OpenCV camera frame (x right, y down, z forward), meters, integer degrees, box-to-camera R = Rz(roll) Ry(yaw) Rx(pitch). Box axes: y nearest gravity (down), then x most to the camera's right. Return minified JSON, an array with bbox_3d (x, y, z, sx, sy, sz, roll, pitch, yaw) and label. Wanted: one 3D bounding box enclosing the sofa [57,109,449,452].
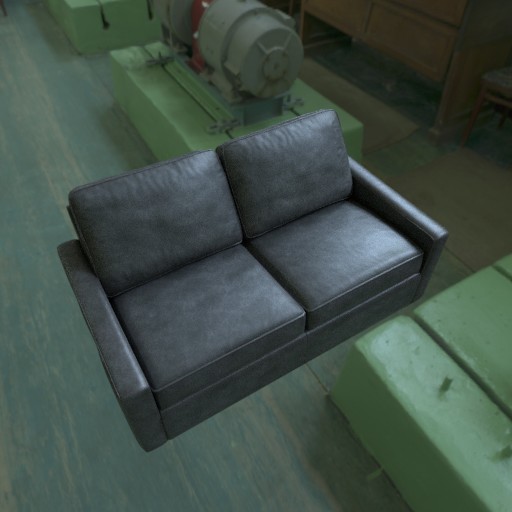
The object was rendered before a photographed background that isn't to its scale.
[{"bbox_3d":[0.000,0.000,2.256,1.732,0.916,0.939,-24,51,-21],"label":"sofa"}]
